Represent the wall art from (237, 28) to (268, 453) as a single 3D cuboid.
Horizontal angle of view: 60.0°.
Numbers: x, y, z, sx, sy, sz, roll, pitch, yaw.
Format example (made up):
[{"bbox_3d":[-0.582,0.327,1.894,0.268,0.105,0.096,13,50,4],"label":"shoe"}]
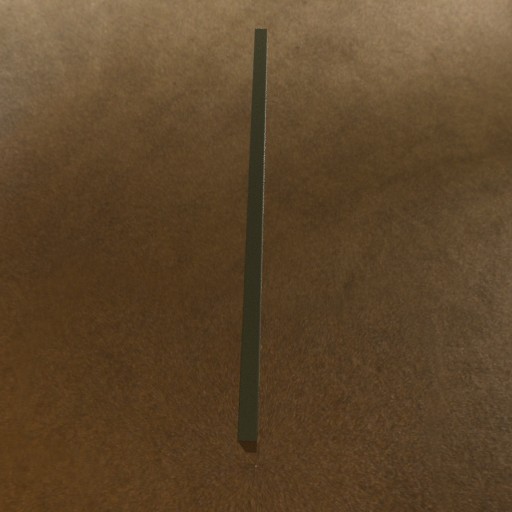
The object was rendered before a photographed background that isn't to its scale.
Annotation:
[{"bbox_3d":[0.000,0.000,0.826,0.022,0.446,0.659,1,65,1],"label":"wall art"}]
